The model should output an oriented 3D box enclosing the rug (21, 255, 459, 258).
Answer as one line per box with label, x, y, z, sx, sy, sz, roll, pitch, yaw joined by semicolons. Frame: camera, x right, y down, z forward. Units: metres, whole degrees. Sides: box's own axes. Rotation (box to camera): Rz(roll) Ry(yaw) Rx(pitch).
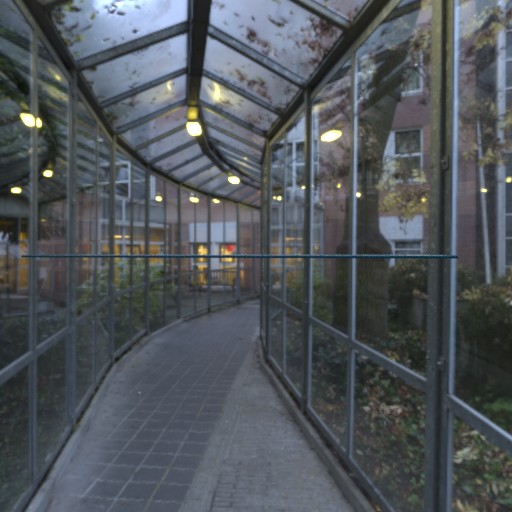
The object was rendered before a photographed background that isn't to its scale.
rug;0.000;0.000;2.868;2.213;0.013;1.594;0;0;18
